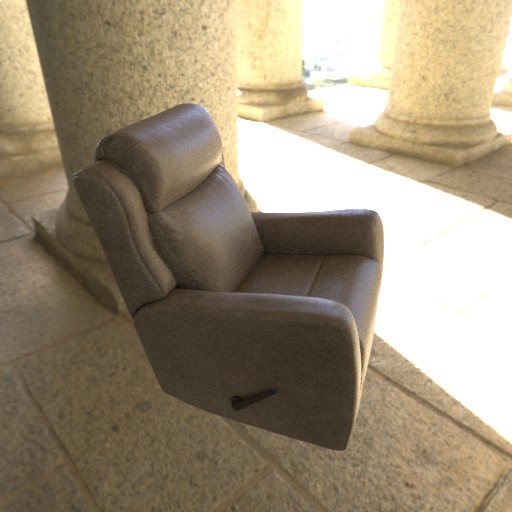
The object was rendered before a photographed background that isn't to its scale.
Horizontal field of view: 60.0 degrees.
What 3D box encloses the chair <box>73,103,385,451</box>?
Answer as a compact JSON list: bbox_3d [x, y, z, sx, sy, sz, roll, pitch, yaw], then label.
[{"bbox_3d":[0.000,0.000,1.909,1.068,1.116,0.967,10,31,17],"label":"chair"}]
